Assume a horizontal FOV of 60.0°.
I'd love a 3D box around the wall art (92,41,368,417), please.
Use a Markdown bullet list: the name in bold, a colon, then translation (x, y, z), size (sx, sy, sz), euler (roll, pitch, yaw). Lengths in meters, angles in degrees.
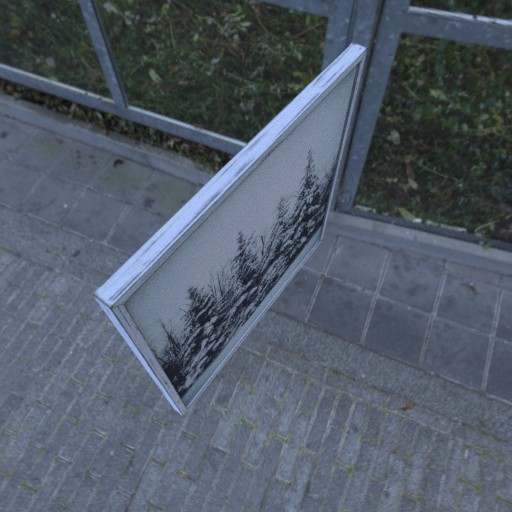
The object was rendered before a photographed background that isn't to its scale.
- **wall art**: translation (0.000, 0.000, 1.129), size (0.037, 0.761, 0.761), euler (32, 64, 18)
